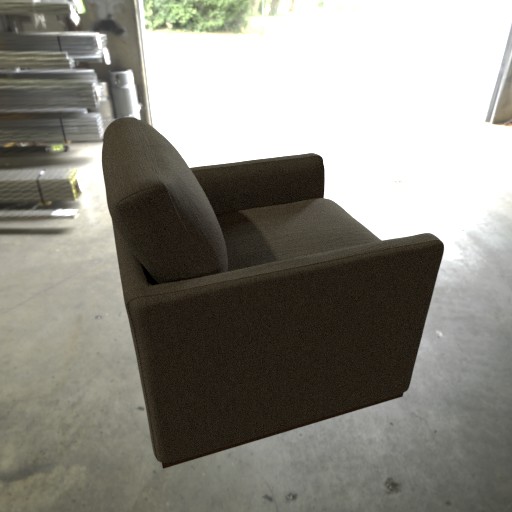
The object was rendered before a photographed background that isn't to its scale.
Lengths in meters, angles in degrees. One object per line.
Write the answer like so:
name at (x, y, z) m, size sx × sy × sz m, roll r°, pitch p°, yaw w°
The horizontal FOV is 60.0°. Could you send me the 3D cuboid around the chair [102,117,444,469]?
chair at (0.000, 0.000, 1.428) m, size 0.834 × 0.811 × 0.763 m, roll -10°, pitch 33°, yaw -16°
